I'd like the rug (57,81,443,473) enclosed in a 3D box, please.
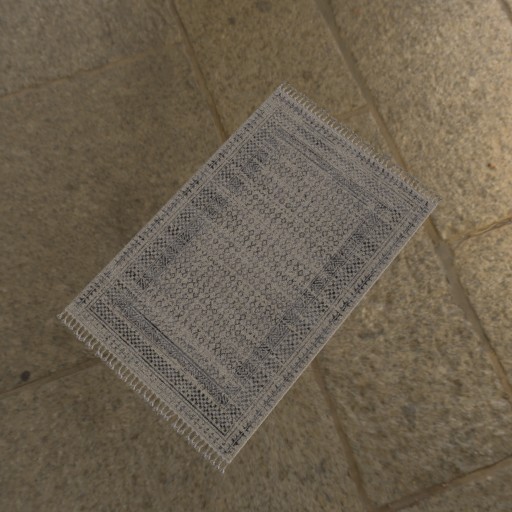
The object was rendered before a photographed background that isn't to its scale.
[{"bbox_3d":[0.000,0.000,3.169,1.548,0.013,2.486,40,79,9],"label":"rug"}]
